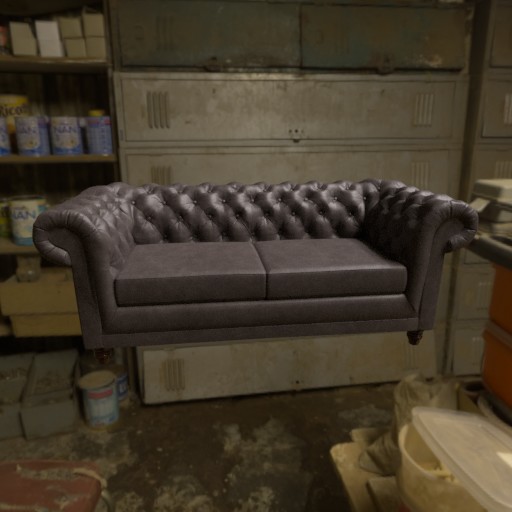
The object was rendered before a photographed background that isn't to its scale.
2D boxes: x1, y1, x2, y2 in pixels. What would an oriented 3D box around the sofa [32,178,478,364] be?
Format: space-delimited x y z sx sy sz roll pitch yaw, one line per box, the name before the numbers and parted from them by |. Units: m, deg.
sofa | 0.000 0.000 2.497 2.048 0.779 0.944 -2 16 -7
